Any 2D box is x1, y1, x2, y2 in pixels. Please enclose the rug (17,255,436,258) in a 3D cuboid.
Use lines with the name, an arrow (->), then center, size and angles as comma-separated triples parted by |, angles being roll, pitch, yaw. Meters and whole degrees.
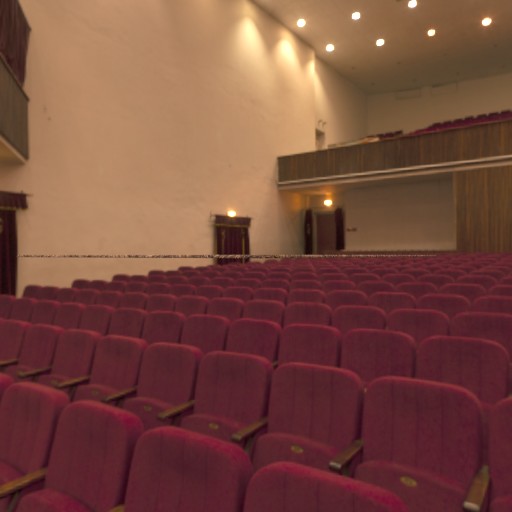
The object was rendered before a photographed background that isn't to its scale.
rug -> 0.000, 0.000, 4.135 | 2.448, 0.017, 3.204 | 0, 0, 36
